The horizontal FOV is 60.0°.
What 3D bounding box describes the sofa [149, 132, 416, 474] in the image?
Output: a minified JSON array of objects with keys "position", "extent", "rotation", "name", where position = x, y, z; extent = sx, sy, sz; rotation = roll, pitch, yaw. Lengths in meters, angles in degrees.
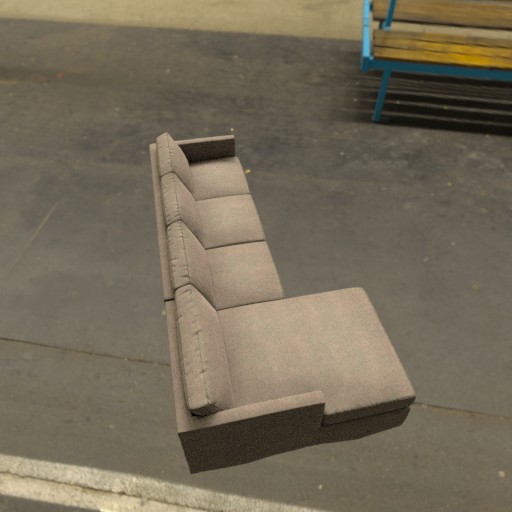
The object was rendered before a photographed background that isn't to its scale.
[{"position":[0.000,0.000,3.974],"extent":[1.650,0.922,3.205],"rotation":[-9,47,-8],"name":"sofa"}]
